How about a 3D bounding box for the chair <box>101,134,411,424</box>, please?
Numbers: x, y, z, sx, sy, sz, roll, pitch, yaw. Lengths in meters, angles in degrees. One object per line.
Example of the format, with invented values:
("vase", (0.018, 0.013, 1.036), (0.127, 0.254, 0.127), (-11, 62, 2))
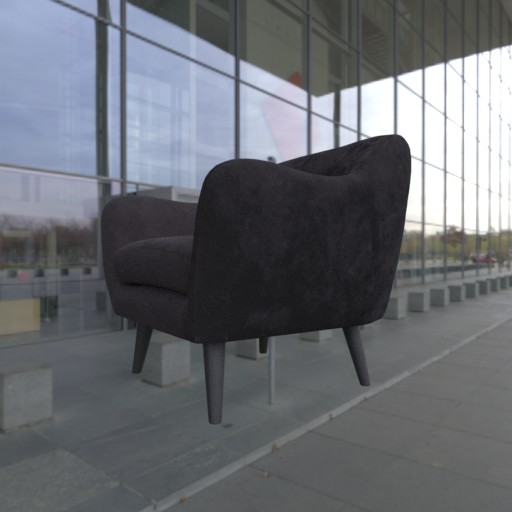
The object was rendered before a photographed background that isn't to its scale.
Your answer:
("chair", (0.000, 0.000, 1.482), (0.819, 0.807, 0.840), (0, 0, -35))
